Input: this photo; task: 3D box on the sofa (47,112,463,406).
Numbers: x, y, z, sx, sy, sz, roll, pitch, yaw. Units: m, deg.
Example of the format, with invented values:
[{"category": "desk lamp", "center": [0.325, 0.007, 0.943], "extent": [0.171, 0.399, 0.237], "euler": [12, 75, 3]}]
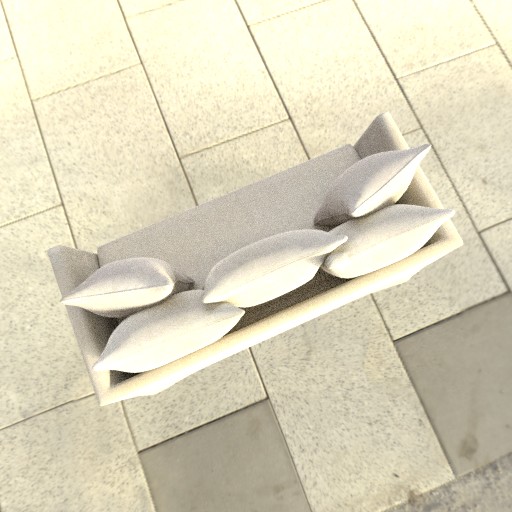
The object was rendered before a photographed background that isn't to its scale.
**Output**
[{"category": "sofa", "center": [0.000, 0.000, 2.832], "extent": [2.290, 1.034, 1.031], "euler": [-23, 77, -6]}]
